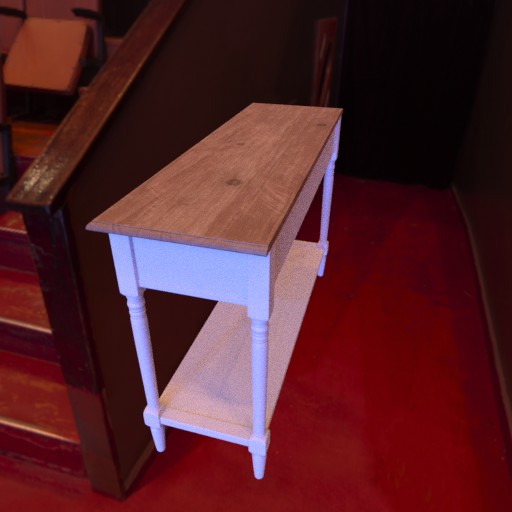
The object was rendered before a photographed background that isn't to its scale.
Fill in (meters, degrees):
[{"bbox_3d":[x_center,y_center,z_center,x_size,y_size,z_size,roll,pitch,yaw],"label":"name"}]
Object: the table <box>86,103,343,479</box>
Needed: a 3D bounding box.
[{"bbox_3d":[0.000,0.000,1.594,0.399,0.800,1.219,9,32,14],"label":"table"}]
